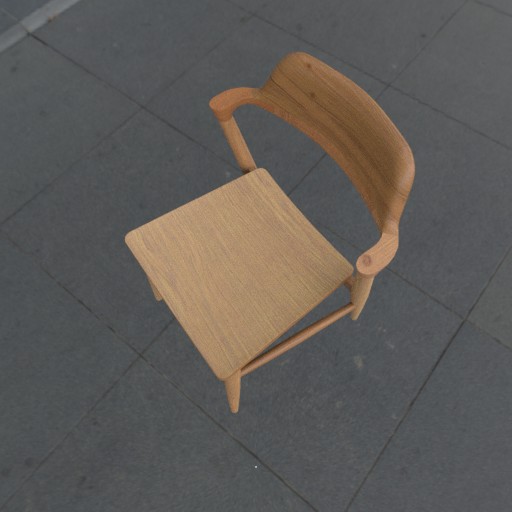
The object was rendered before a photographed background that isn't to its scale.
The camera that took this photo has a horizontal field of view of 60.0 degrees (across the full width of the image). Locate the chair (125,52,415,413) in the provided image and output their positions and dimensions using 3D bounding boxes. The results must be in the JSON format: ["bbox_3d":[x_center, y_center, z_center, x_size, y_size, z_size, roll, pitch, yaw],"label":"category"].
[{"bbox_3d":[0.000,0.000,1.099,0.499,0.792,0.512,-33,69,-15],"label":"chair"}]
